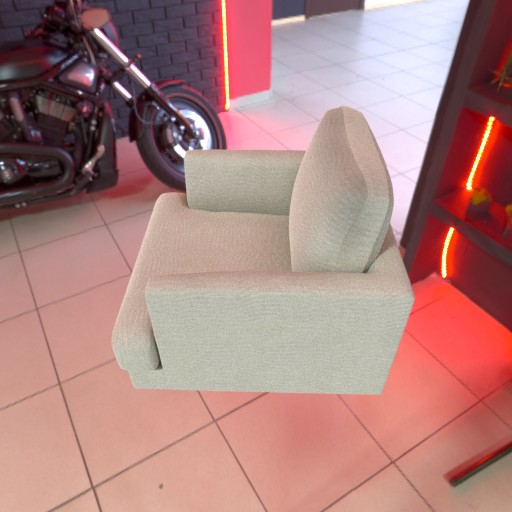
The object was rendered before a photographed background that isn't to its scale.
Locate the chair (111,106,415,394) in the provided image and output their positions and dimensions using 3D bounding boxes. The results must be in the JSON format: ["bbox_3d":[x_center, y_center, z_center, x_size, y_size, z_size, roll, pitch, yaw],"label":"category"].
[{"bbox_3d":[0.000,0.000,1.662,0.899,0.957,0.858,1,42,1],"label":"chair"}]
